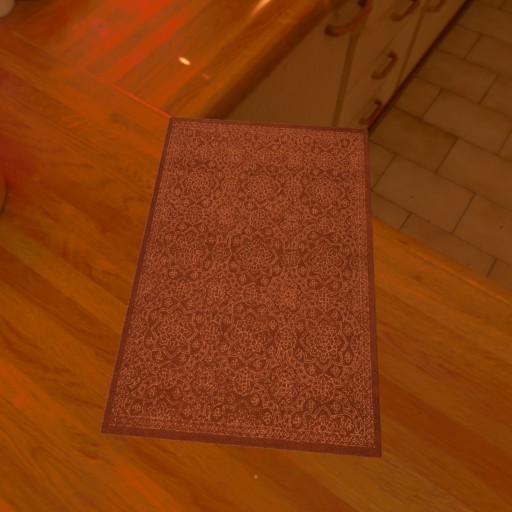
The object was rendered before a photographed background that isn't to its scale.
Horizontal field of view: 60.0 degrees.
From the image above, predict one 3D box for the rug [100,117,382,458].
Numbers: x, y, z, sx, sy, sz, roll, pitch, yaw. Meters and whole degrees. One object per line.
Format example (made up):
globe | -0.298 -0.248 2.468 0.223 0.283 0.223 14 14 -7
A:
rug | 0.000 0.000 2.309 1.219 0.010 1.829 4 64 2
